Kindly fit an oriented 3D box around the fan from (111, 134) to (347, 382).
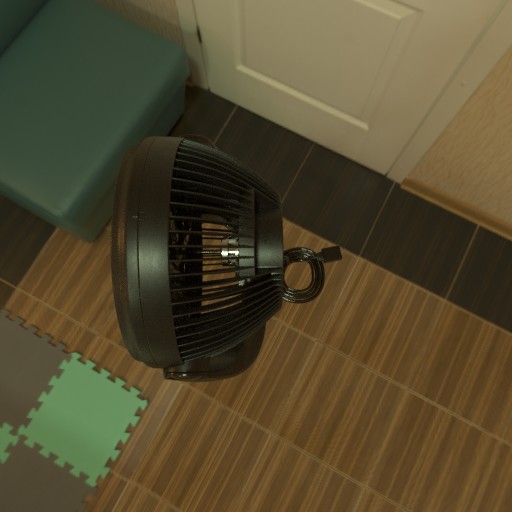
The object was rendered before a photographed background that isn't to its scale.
[{"bbox_3d":[0.000,0.000,0.488,0.256,0.277,0.273,-1,76,0],"label":"fan"}]
